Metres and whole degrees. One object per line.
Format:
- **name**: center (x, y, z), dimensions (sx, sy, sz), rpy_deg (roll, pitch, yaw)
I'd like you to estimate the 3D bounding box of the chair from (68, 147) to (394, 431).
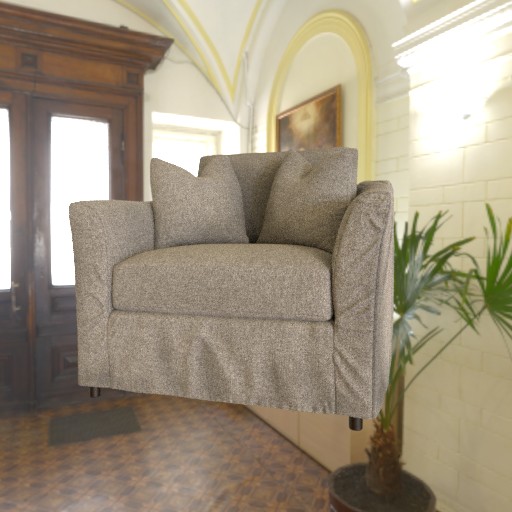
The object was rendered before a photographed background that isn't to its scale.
- **chair**: center (0.000, 0.000, 2.010), dimensions (1.194, 1.059, 1.071), rpy_deg (1, 2, 17)
